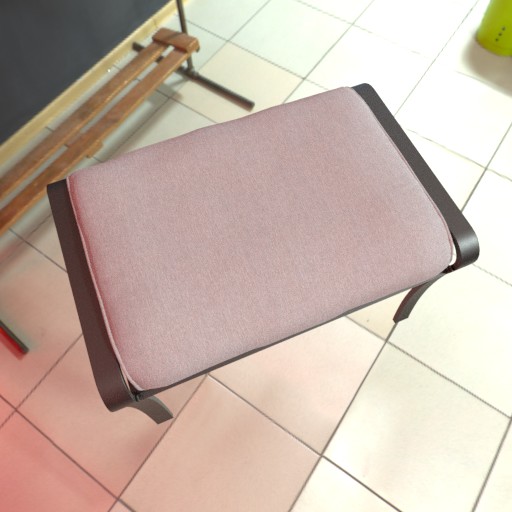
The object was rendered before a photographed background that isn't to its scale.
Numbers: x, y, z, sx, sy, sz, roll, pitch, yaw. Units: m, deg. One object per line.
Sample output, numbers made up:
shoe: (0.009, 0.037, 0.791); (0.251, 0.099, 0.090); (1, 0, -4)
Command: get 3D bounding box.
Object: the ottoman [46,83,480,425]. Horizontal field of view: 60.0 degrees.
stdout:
ottoman: (0.000, 0.000, 0.870); (0.610, 0.422, 0.406); (-21, 67, -9)
